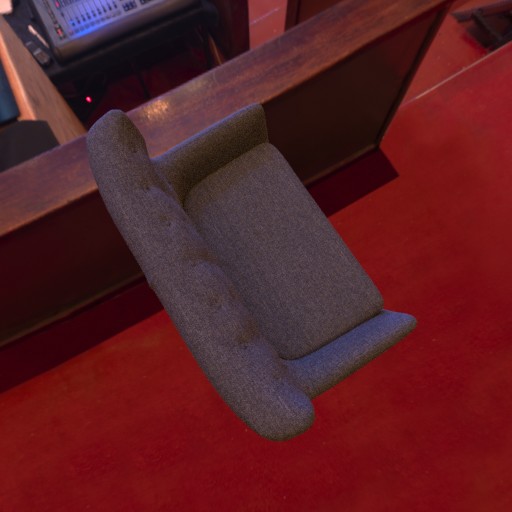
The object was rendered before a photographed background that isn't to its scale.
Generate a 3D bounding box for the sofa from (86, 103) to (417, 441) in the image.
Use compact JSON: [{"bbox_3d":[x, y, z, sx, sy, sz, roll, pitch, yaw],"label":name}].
[{"bbox_3d":[0.000,0.000,2.047,0.874,1.028,1.358,-32,78,-8],"label":"sofa"}]
